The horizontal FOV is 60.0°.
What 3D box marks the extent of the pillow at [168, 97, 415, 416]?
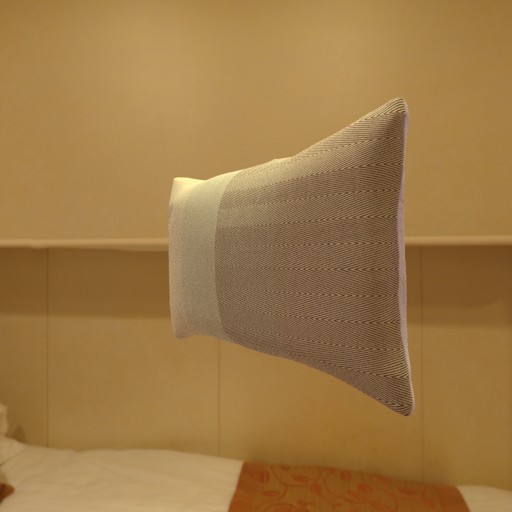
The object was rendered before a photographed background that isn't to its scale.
[{"bbox_3d":[0.000,0.000,0.621,0.139,0.305,0.506,0,0,-35],"label":"pillow"}]
